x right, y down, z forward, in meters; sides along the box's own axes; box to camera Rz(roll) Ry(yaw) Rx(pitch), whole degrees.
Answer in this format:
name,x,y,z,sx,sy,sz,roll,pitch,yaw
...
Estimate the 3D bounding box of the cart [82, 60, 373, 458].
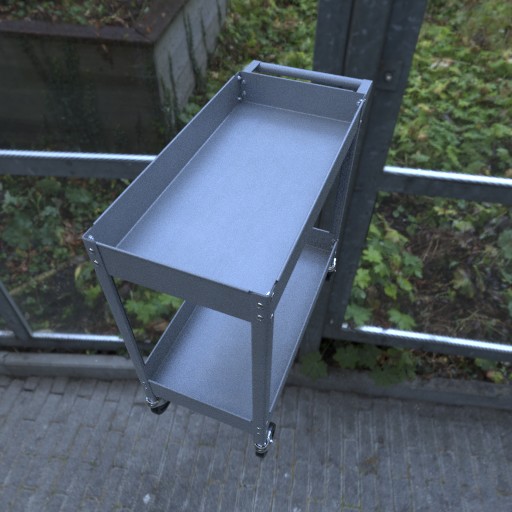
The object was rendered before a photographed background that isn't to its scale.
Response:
name,x,y,z,sx,sy,sz,roll,pitch,yaw
cart,0.000,0.000,1.198,0.366,0.719,0.779,16,49,15
